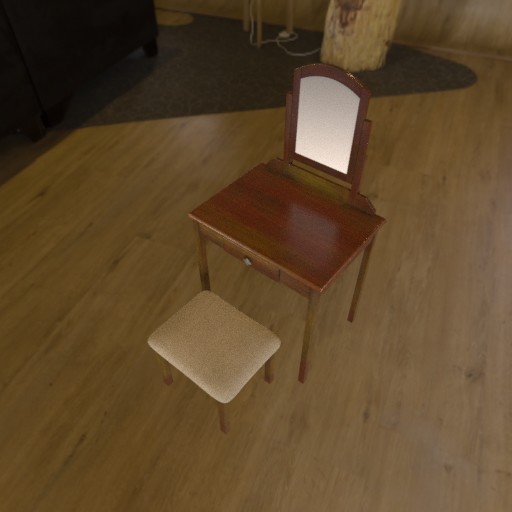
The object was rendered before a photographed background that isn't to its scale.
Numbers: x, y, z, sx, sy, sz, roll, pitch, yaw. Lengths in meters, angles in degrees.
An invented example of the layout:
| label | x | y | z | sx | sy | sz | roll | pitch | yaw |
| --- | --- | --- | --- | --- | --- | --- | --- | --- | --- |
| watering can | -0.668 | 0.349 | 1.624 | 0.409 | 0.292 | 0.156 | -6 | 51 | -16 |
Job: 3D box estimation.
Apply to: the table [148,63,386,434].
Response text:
| label | x | y | z | sx | sy | sz | roll | pitch | yaw |
| --- | --- | --- | --- | --- | --- | --- | --- | --- | --- |
| table | 0.000 | 0.000 | 2.339 | 0.876 | 1.631 | 1.211 | 30 | 53 | 26 |
